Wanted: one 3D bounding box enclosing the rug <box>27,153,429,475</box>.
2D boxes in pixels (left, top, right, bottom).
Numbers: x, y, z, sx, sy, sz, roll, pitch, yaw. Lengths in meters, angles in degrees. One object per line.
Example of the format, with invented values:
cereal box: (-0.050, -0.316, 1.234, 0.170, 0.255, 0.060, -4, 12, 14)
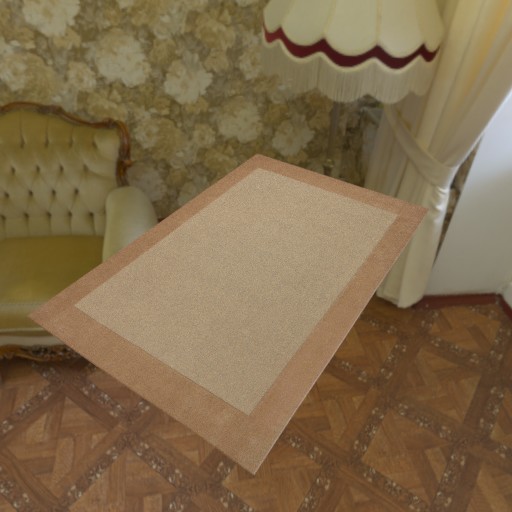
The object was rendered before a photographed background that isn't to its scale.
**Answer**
rug: (0.000, 0.000, 2.280, 1.219, 0.014, 1.829, 24, 46, 25)
